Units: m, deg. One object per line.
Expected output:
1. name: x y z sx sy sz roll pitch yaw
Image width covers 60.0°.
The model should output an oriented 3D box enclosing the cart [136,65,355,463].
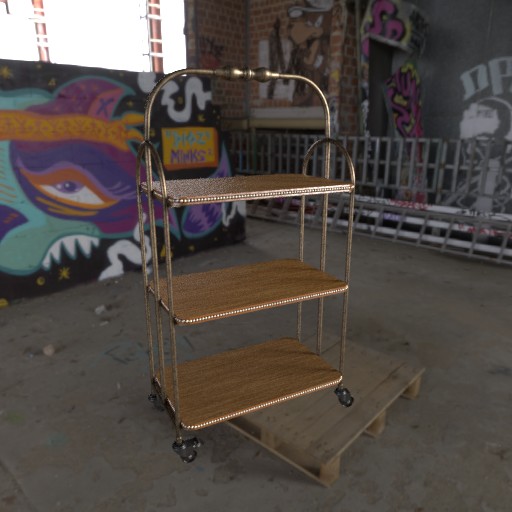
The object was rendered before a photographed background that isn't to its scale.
1. cart: 0.000 0.000 1.330 0.650 1.052 0.330 -8 18 -26
